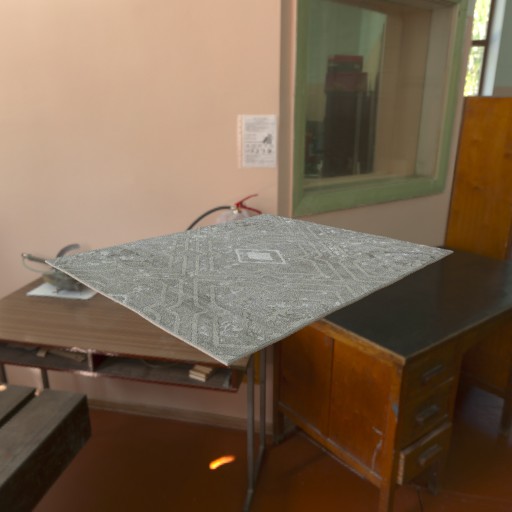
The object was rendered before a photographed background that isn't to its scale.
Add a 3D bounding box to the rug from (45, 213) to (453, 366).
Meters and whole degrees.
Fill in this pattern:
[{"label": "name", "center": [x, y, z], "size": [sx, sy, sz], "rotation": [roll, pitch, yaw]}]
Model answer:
[{"label": "rug", "center": [0.000, 0.000, 0.908], "size": [0.639, 0.006, 0.548], "rotation": [-17, 24, -42]}]
